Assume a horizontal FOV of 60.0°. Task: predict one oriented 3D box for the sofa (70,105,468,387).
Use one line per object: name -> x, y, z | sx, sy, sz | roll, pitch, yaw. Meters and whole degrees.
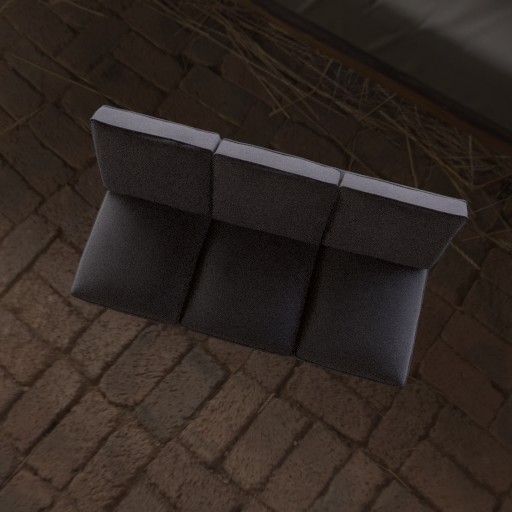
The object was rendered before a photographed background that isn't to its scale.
sofa -> 0.000, 0.000, 2.554 | 1.962, 0.973, 1.027 | 15, 76, 4
